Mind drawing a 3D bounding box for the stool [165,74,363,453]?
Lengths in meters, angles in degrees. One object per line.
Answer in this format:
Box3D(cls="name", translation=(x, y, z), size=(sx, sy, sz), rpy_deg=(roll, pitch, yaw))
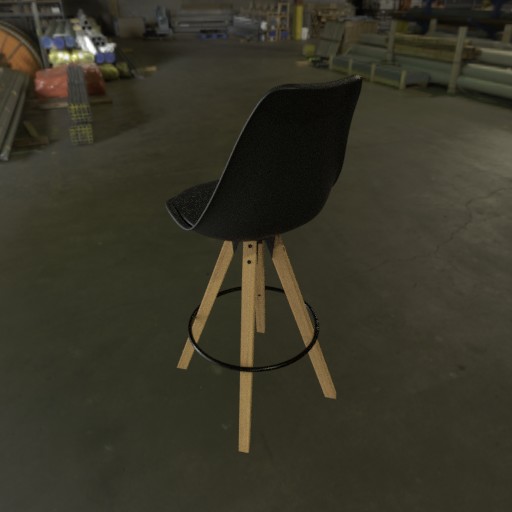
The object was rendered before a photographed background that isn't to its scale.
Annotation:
Box3D(cls="stool", translation=(0.000, 0.000, 1.393), size=(0.485, 1.115, 0.550), rpy_deg=(-20, 36, -29))
